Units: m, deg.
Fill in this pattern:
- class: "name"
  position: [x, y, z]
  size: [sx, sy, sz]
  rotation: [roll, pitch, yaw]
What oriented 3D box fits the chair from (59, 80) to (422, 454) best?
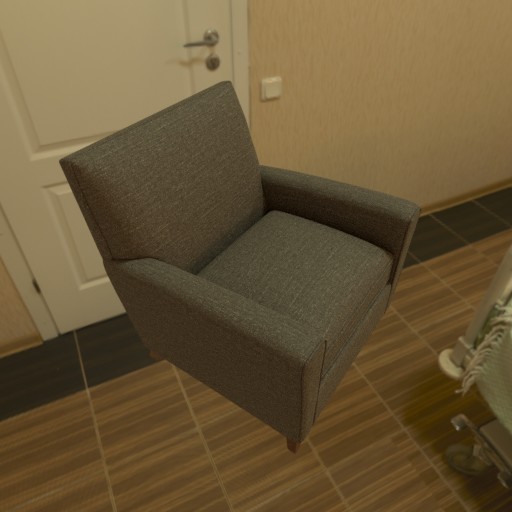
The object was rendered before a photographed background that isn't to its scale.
- class: "chair"
  position: [0.000, 0.000, 1.615]
  size: [0.875, 0.885, 0.838]
  rotation: [25, 47, 25]
